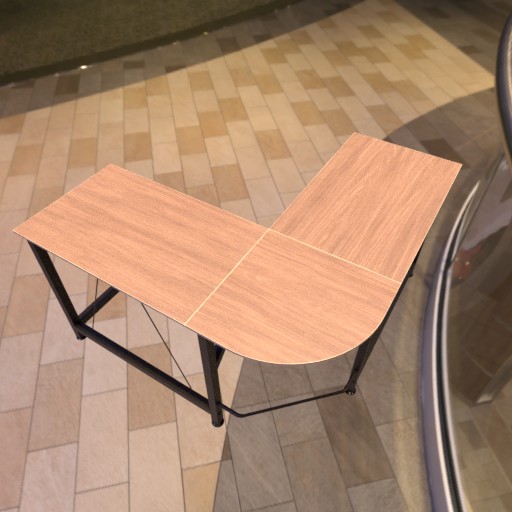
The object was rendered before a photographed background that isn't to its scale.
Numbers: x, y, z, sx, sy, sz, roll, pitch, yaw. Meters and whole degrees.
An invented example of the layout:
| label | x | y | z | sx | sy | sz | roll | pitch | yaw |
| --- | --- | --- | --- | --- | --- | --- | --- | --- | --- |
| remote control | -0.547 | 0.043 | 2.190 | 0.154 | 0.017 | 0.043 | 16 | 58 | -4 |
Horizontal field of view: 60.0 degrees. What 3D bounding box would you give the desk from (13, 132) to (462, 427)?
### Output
| label | x | y | z | sx | sy | sz | roll | pitch | yaw |
| --- | --- | --- | --- | --- | --- | --- | --- | --- | --- |
| desk | 0.000 | 0.000 | 2.185 | 1.400 | 0.762 | 1.400 | 24 | 51 | 21 |
